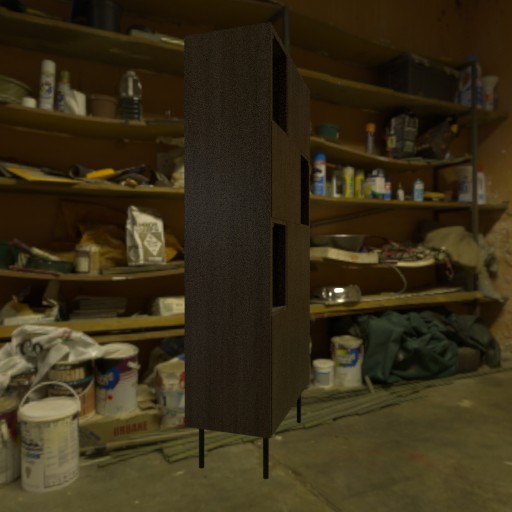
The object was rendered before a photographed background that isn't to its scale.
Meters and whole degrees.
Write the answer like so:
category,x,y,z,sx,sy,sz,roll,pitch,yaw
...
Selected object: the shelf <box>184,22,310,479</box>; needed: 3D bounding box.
category,x,y,z,sx,sy,sz,roll,pitch,yaw
shelf,0.000,0.000,1.831,0.323,1.545,0.670,0,1,18
